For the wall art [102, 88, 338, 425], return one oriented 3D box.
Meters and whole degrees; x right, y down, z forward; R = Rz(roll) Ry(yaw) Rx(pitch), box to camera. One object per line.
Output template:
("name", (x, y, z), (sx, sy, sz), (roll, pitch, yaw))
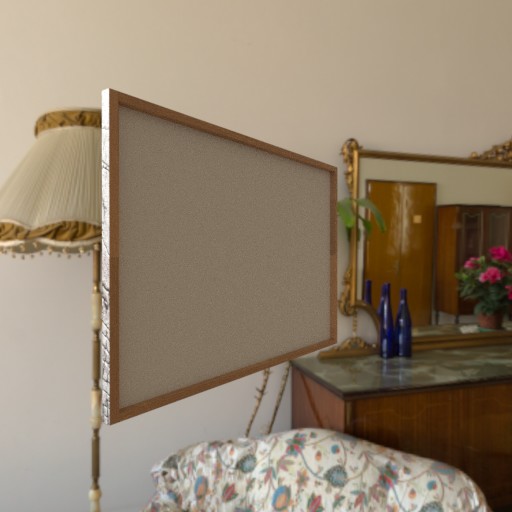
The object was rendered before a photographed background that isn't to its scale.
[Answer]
("wall art", (0.000, 0.000, 1.170), (0.023, 0.607, 0.914), (0, 0, 37))
